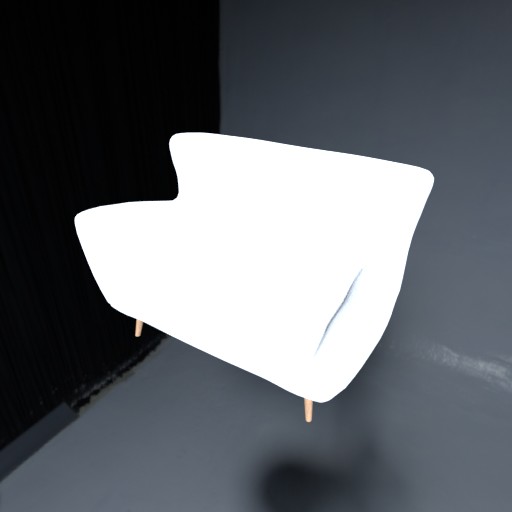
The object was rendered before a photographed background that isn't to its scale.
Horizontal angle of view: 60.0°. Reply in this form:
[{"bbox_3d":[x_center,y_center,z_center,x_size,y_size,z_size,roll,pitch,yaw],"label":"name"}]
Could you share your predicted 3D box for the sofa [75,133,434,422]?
[{"bbox_3d":[0.000,0.000,2.047,1.424,0.878,0.921,17,33,29],"label":"sofa"}]
